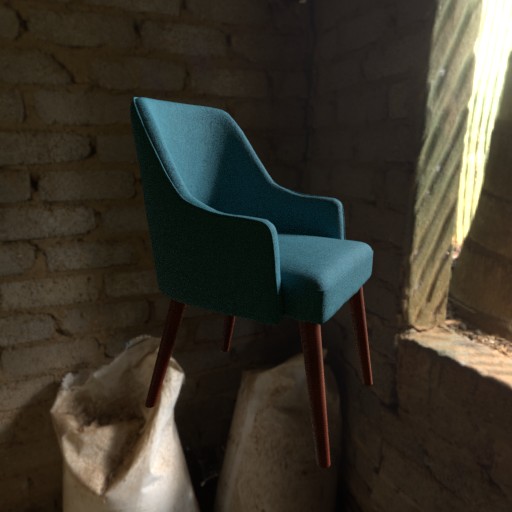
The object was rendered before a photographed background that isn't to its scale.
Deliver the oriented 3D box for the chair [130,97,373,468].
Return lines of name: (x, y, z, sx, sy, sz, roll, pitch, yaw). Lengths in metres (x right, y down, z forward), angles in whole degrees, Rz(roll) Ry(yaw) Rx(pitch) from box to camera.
chair: (0.000, 0.000, 1.245, 0.605, 0.849, 0.548, 7, 15, 27)
